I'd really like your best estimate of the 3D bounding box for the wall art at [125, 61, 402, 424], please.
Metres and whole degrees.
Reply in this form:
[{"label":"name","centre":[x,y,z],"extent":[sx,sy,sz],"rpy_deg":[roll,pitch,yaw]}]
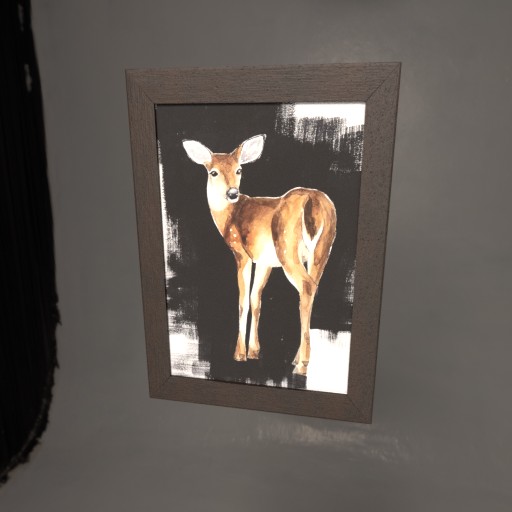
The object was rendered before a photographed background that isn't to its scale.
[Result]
[{"label":"wall art","centre":[0.000,0.000,0.640],"extent":[0.359,0.508,0.013],"rpy_deg":[3,16,11]}]
